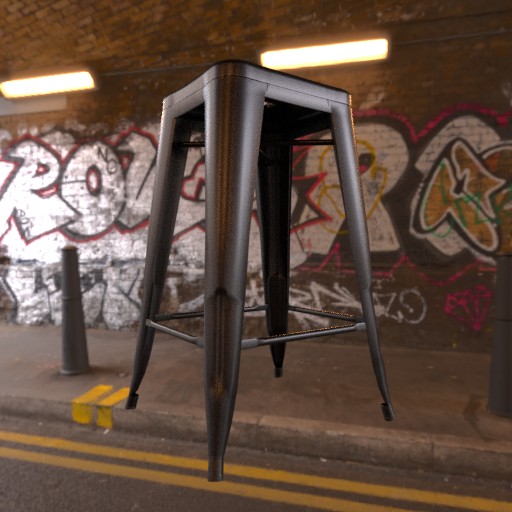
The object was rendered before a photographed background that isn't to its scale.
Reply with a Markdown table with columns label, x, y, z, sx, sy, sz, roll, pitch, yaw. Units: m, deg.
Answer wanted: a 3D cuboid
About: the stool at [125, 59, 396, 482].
| label | x | y | z | sx | sy | sz | roll | pitch | yaw |
| --- | --- | --- | --- | --- | --- | --- | --- | --- | --- |
| stool | 0.000 | 0.000 | 0.849 | 0.399 | 0.609 | 0.359 | -1 | 1 | -36 |
